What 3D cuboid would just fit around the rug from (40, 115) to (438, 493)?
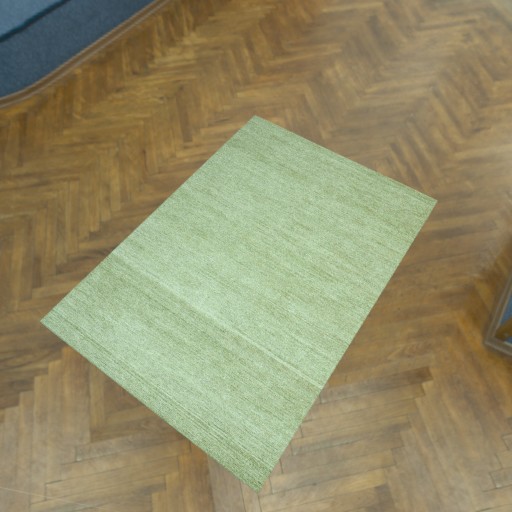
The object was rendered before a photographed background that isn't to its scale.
[{"bbox_3d":[0.000,0.000,2.931,1.606,0.017,2.270,30,62,18],"label":"rug"}]
